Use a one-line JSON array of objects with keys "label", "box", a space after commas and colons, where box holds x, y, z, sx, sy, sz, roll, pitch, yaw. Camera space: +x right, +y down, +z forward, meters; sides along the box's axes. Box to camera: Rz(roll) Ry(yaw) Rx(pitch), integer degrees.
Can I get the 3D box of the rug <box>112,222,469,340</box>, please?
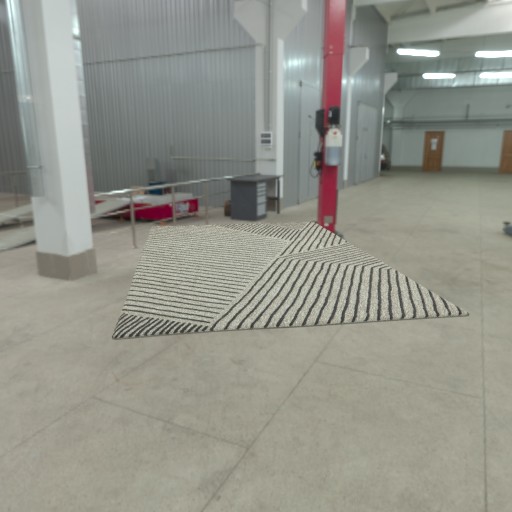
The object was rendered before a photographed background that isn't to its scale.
[{"label": "rug", "box": [0.000, 0.000, 2.992, 1.539, 0.023, 2.406, -2, 14, -9]}]
